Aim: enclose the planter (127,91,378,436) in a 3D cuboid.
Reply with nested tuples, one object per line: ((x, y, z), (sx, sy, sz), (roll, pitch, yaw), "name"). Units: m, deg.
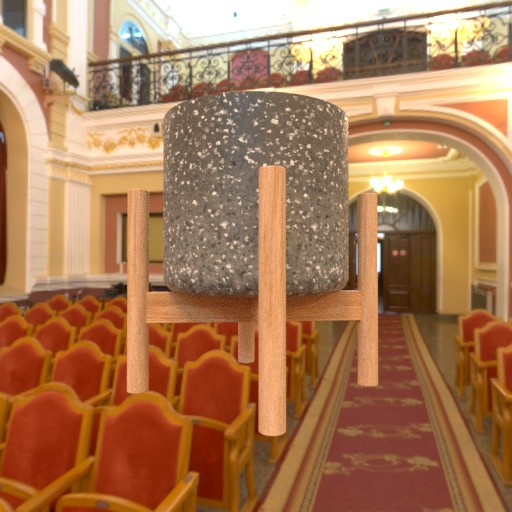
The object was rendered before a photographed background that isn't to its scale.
((0.000, 0.000, 0.542), (0.284, 0.320, 0.284), (0, -1, 17), "planter")
